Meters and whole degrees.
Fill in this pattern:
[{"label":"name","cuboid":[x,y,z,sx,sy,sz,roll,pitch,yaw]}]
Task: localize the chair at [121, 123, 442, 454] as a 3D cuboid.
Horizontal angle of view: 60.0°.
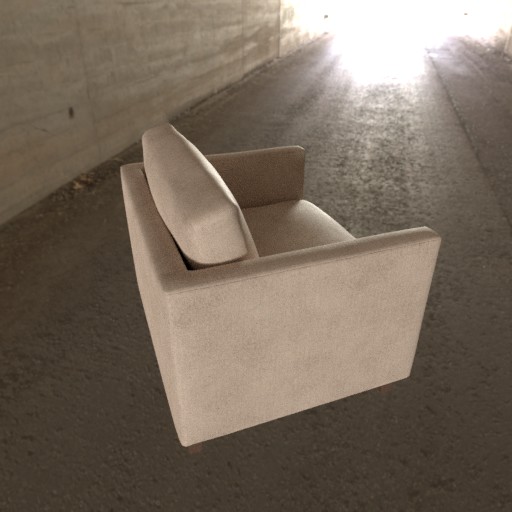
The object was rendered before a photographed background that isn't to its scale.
[{"label":"chair","cuboid":[0.000,0.000,1.886,0.959,0.961,1.133,-11,32,-18]}]
